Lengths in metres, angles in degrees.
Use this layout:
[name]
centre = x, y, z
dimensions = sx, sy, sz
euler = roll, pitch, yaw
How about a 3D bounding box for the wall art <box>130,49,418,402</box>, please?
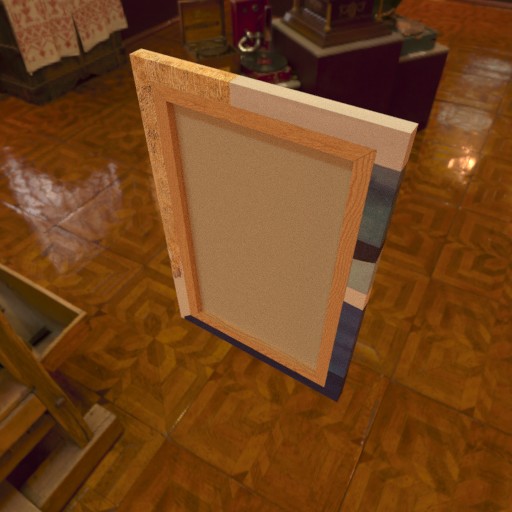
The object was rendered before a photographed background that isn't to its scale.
[wall art]
centre = 0.000, 0.000, 1.154
dimensions = 0.607, 0.911, 0.039
euler = 24, 50, 22
